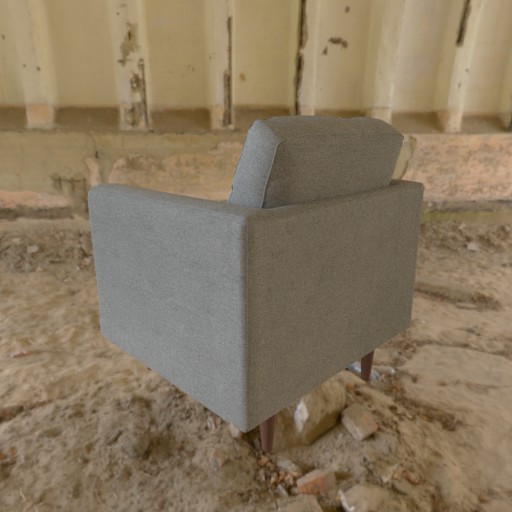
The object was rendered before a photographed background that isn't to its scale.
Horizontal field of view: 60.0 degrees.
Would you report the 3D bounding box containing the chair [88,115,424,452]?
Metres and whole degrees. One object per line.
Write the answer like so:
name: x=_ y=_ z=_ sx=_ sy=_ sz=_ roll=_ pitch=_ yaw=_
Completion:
chair: x=0.000 y=0.000 z=1.545 sx=0.855 sy=0.927 sz=0.800 roll=-16 pitch=23 yaw=-42
